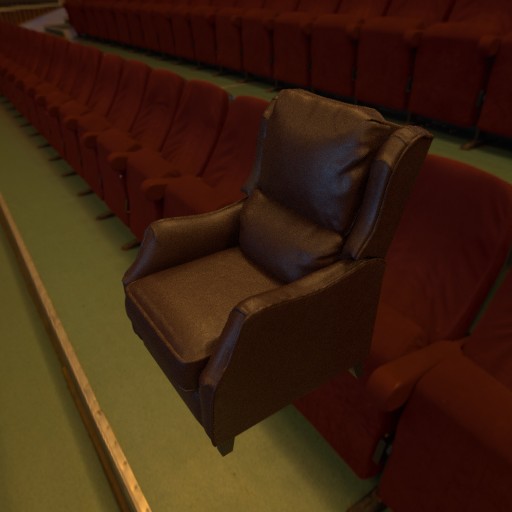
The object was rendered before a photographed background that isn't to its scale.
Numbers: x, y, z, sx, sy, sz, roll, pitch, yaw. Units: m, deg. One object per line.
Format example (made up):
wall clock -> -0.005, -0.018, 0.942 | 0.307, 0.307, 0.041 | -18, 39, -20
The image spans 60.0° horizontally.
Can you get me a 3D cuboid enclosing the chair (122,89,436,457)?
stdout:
chair -> 0.000, 0.000, 1.765 | 0.982, 1.132, 0.770 | -20, 37, -29
